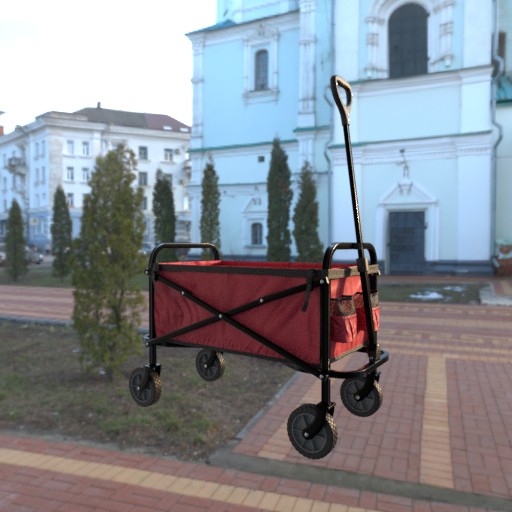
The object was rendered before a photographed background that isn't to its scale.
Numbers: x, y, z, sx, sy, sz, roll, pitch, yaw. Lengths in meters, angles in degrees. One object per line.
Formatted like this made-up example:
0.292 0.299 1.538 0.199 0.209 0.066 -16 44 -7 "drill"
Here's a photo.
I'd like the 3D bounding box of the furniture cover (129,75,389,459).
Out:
0.000 0.000 1.823 1.038 1.295 0.532 1 2 35 "furniture cover"
